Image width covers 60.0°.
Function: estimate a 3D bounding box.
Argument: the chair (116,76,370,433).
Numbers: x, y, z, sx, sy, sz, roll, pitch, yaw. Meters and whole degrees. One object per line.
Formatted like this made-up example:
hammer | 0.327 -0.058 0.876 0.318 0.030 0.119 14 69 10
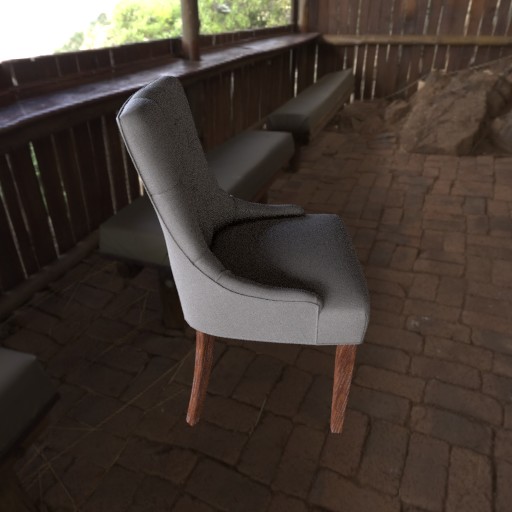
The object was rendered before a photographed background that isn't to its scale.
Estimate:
chair | 0.000 0.000 1.218 0.565 0.874 0.509 0 32 0
